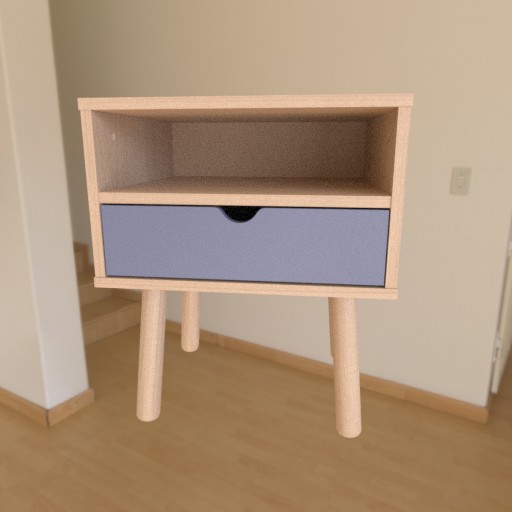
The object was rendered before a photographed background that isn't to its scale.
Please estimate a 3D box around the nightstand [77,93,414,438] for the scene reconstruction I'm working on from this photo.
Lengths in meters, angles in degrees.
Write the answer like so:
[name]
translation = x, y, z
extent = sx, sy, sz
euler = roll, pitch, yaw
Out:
[nightstand]
translation = 0.000, 0.000, 0.833
extent = 0.450, 0.530, 0.380
euler = 2, 14, 7
